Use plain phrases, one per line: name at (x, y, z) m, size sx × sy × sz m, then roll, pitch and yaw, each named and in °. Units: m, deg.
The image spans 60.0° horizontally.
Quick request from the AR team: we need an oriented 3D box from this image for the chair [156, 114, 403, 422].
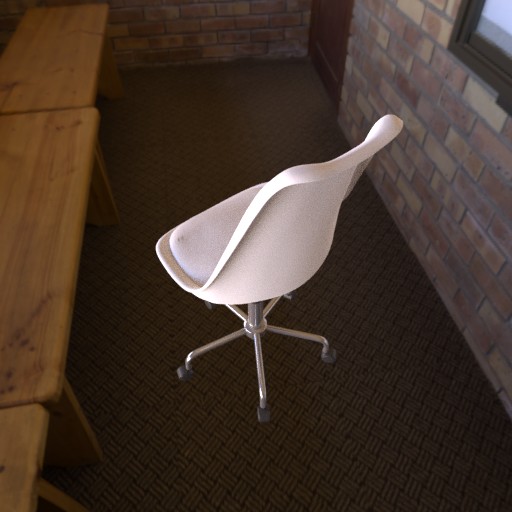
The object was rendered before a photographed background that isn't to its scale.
chair at (0.000, 0.000, 1.221) m, size 0.550 × 0.930 × 0.550 m, roll -33°, pitch 54°, yaw -27°
